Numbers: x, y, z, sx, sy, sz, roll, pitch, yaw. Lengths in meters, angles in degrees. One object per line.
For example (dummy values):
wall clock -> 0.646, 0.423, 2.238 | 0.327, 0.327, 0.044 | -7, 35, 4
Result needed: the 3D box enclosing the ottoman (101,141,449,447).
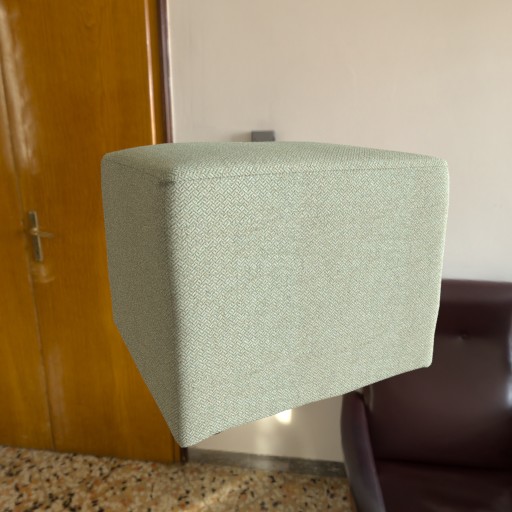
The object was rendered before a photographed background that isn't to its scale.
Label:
ottoman -> 0.000, 0.000, 0.907 | 0.521, 0.453, 0.512 | -8, 17, -26
